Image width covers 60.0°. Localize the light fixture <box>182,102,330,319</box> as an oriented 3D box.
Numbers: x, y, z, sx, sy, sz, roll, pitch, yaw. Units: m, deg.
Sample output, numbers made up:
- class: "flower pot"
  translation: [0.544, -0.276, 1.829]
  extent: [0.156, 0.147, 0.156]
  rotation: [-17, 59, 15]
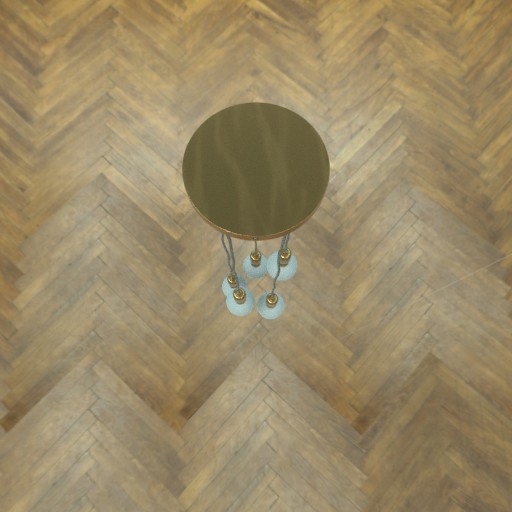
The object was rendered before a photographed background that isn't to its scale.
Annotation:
- class: "light fixture"
  translation: [0.000, 0.000, 0.509]
  extent: [0.108, 0.457, 0.105]
  rotation: [0, 74, 0]
